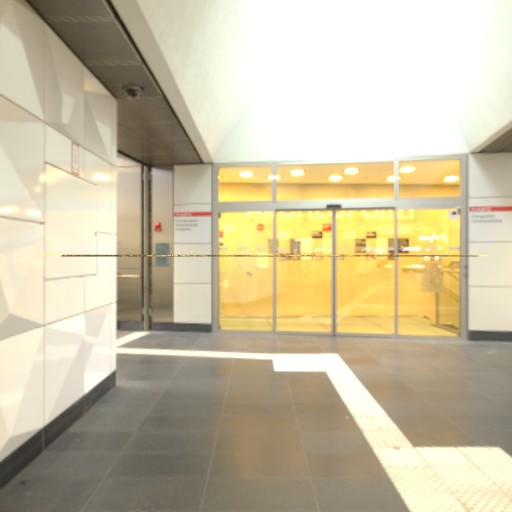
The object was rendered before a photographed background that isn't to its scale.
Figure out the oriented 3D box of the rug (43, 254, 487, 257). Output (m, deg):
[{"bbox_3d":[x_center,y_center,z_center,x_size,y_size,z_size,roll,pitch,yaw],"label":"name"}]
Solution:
[{"bbox_3d":[0.000,0.000,2.977,2.440,0.010,1.529,0,0,-19],"label":"rug"}]
